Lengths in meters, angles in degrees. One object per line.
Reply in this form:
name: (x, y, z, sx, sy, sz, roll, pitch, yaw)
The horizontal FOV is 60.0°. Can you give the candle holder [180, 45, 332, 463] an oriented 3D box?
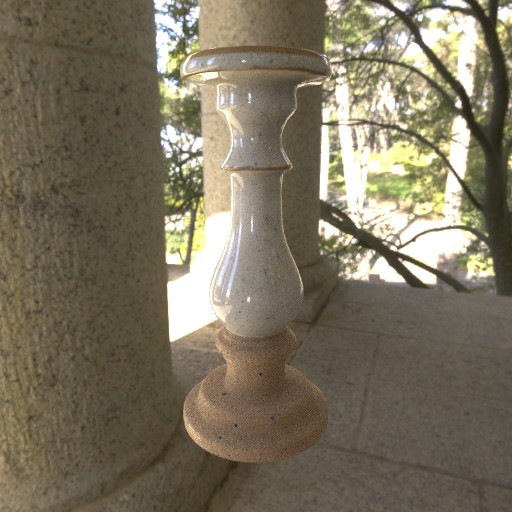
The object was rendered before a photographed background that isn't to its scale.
candle holder: (0.000, 0.000, 0.248, 0.088, 0.203, 0.088, 0, 14, 0)
